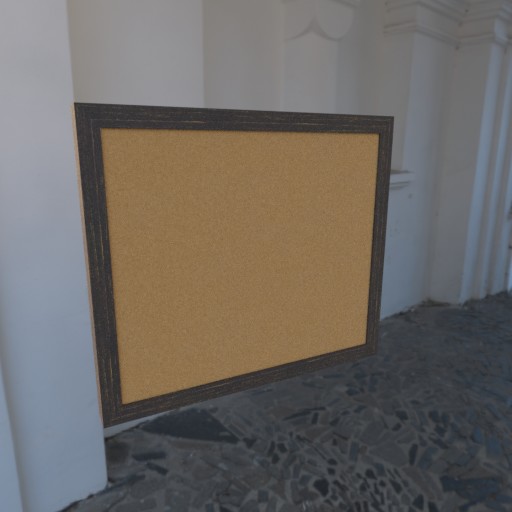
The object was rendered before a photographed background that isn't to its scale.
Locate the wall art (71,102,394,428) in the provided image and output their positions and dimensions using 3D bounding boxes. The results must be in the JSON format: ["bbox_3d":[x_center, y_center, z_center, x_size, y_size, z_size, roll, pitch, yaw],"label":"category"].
[{"bbox_3d":[0.000,0.000,0.532,0.381,0.330,0.031,-7,15,-27],"label":"wall art"}]
